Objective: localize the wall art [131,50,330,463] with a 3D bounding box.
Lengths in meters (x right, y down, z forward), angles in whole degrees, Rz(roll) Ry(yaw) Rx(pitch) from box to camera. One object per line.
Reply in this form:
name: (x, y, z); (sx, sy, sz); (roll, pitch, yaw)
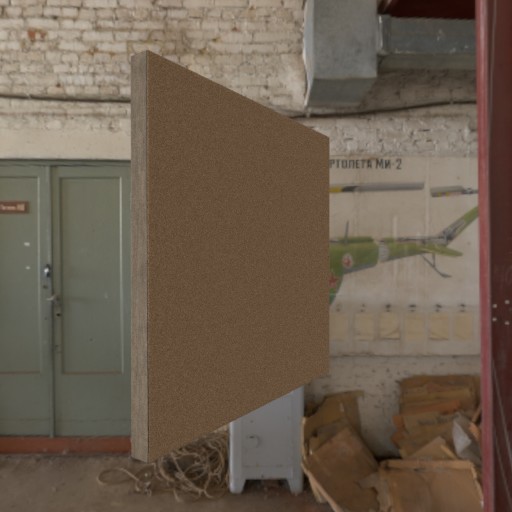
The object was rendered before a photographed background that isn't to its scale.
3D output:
wall art: (0.000, 0.000, 1.122); (0.050, 0.751, 0.749); (0, 1, 35)
